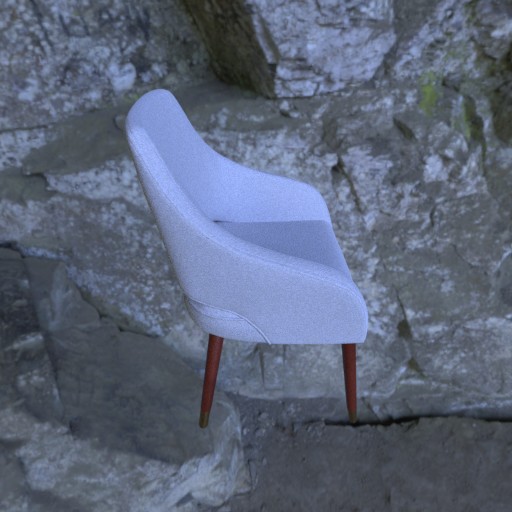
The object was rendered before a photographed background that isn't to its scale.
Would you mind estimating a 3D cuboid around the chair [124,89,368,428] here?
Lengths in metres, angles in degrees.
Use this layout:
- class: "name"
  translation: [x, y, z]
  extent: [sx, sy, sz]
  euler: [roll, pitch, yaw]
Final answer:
- class: "chair"
  translation: [0.000, 0.000, 1.314]
  extent: [0.600, 0.889, 0.609]
  euler: [-1, 31, -1]
